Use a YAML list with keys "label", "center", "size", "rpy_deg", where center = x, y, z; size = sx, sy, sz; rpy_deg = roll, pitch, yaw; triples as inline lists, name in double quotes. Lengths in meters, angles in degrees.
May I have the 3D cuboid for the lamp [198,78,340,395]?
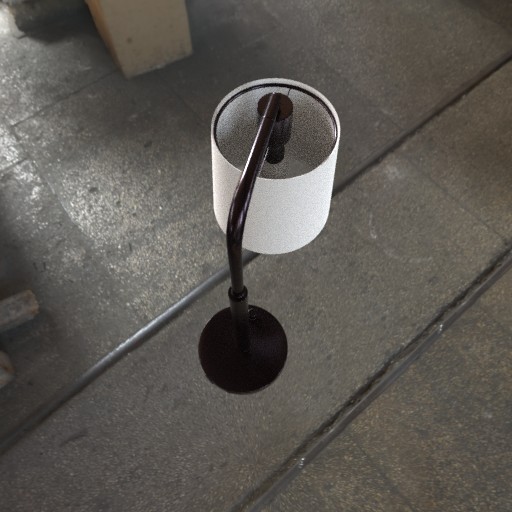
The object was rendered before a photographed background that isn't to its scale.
- label: "lamp"
  center: [0.000, 0.000, 0.647]
  size: [0.171, 0.489, 0.333]
  rpy_deg: [15, 66, 7]
